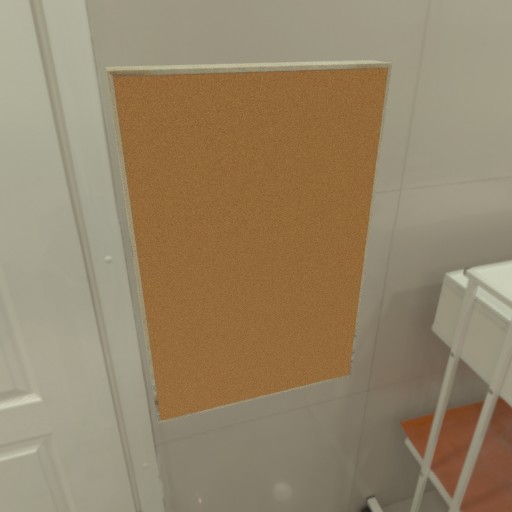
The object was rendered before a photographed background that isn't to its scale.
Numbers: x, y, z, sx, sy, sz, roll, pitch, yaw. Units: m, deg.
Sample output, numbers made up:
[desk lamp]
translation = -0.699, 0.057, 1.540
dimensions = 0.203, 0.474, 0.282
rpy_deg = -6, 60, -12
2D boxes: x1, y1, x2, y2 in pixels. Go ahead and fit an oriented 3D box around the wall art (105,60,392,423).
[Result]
[wall art]
translation = 0.000, 0.000, 0.480
dimensions = 0.254, 0.381, 0.038
rpy_deg = -9, 29, -16
